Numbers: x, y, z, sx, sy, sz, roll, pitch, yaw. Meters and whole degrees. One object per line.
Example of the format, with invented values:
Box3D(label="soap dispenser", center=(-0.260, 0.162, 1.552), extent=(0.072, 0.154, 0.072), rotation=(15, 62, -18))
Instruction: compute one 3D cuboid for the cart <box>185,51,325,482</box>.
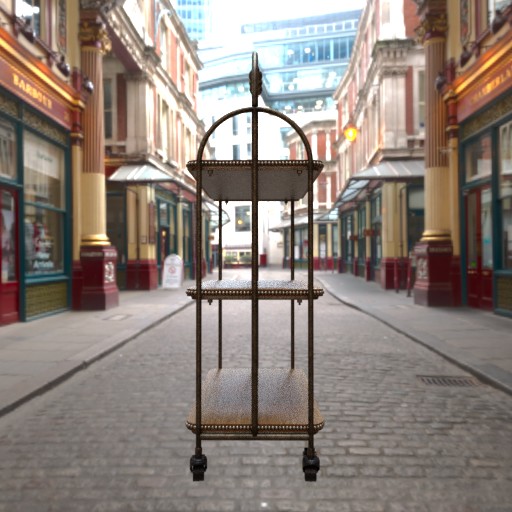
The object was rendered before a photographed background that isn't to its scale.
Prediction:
Box3D(label="cart", center=(0.000, 0.000, 1.318), extent=(0.330, 1.052, 0.650), rotation=(0, -1, 0))
